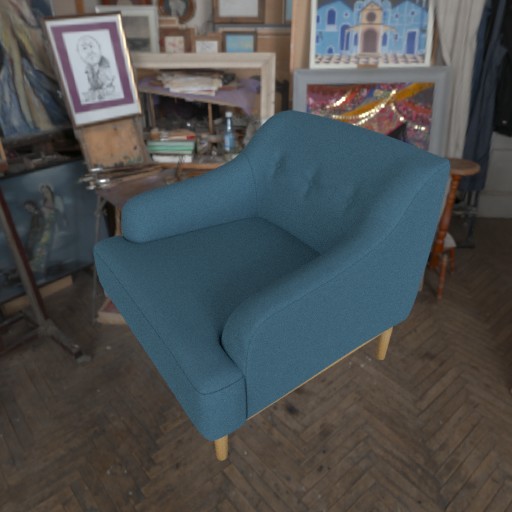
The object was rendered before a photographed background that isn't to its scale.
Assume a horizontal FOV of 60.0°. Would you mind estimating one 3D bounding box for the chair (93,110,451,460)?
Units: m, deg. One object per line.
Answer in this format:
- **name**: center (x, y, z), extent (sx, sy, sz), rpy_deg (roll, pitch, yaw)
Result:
- **chair**: center (0.000, 0.000, 1.621), extent (0.951, 0.818, 0.946), rpy_deg (-19, 36, -29)
